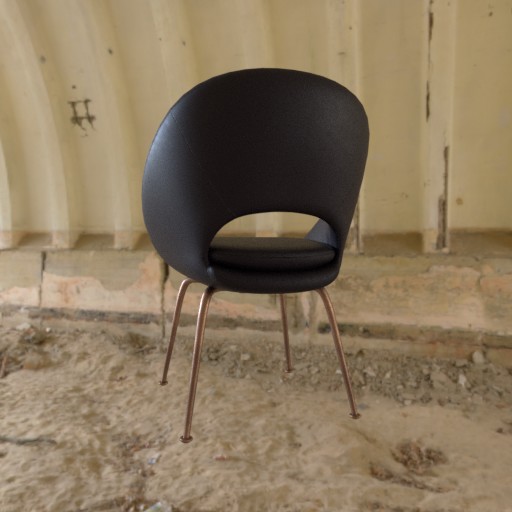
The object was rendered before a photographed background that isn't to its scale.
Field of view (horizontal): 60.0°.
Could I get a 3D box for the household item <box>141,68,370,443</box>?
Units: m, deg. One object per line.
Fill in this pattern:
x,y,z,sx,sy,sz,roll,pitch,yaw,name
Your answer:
0.000,0.000,1.260,0.623,0.852,0.573,0,1,-18,household item
